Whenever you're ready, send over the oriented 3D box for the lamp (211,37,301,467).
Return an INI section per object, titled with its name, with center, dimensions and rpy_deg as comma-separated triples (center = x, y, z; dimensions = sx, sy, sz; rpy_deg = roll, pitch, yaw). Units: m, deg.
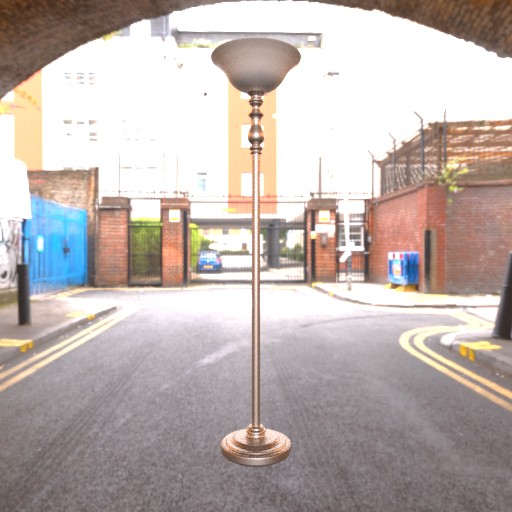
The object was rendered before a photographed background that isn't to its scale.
[lamp]
center = 0.000, 0.000, 1.996
dimensions = 0.405, 1.771, 0.405
rpy_deg = 0, 0, 37
